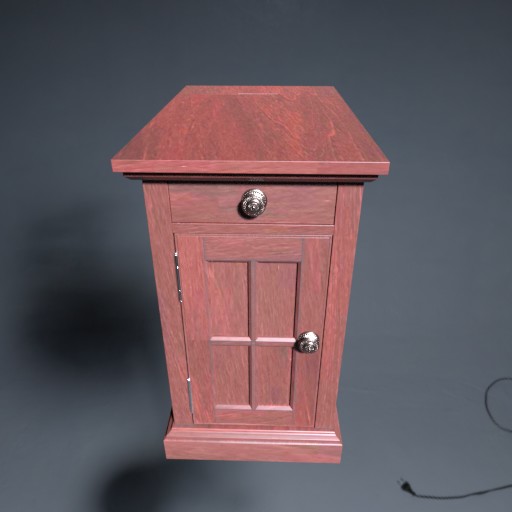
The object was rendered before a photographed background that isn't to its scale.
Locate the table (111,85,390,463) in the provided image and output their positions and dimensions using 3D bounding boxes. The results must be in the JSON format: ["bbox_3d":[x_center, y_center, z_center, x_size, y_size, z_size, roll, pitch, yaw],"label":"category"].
[{"bbox_3d":[0.000,0.000,0.969,0.356,0.612,0.584,1,30,1],"label":"table"}]
